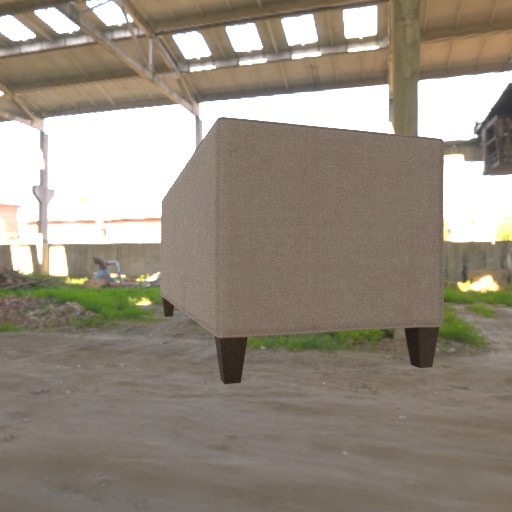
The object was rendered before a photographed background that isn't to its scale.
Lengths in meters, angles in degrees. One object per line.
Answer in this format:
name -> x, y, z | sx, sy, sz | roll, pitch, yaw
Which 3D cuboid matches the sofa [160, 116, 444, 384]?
sofa -> 0.000, 0.000, 2.194 | 0.775, 0.762, 1.778 | 0, -1, -17
